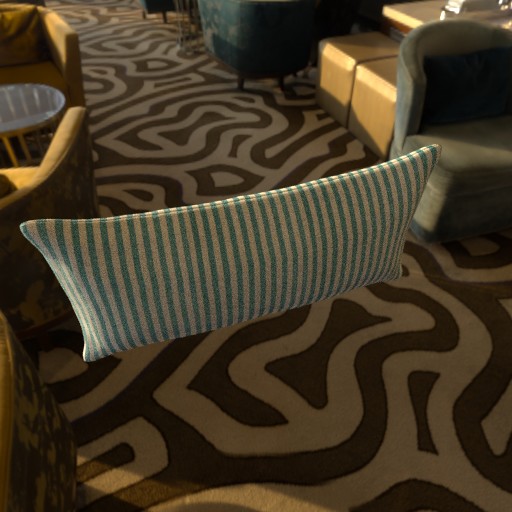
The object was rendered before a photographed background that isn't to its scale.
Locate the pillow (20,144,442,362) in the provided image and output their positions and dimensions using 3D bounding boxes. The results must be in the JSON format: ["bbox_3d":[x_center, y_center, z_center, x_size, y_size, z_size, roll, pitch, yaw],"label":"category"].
[{"bbox_3d":[0.000,0.000,0.719,0.617,0.295,0.151,-13,44,-14],"label":"pillow"}]
